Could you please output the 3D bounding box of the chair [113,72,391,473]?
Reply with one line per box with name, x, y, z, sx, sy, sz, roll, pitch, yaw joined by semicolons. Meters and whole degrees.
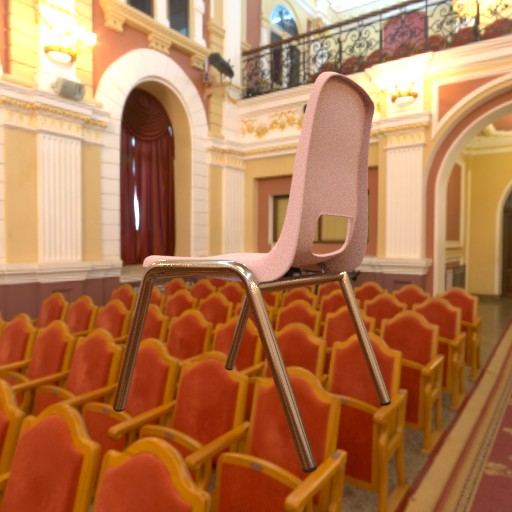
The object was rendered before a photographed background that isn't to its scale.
chair;0.000;0.000;0.849;0.423;0.586;0.354;1;2;36
